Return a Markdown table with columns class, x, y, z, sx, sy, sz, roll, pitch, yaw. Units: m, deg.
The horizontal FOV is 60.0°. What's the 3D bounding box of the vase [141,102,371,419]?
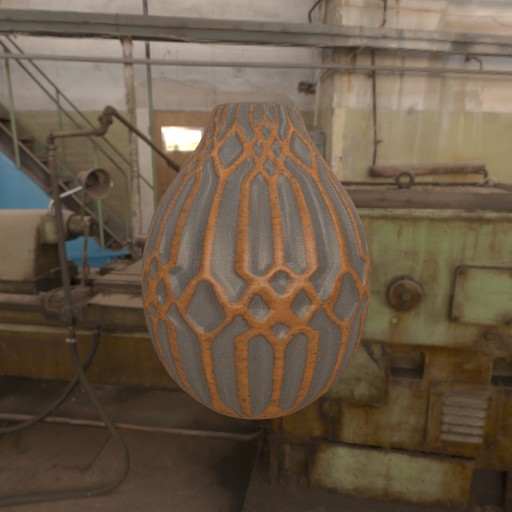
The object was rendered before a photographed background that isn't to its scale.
| class | x | y | z | sx | sy | sz | roll | pitch | yaw |
| --- | --- | --- | --- | --- | --- | --- | --- | --- | --- |
| vase | 0.000 | 0.000 | 0.136 | 0.069 | 0.088 | 0.069 | 0 | 14 | 0 |
